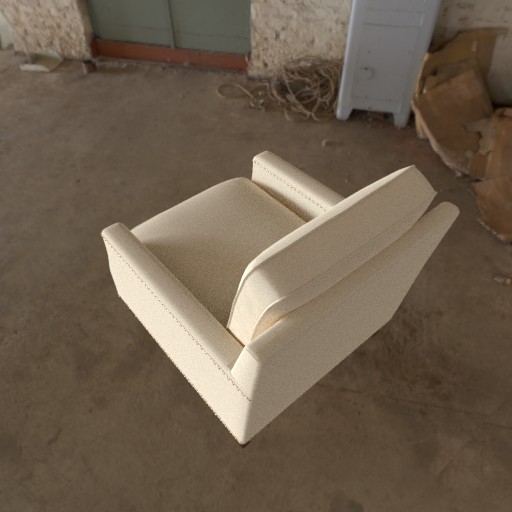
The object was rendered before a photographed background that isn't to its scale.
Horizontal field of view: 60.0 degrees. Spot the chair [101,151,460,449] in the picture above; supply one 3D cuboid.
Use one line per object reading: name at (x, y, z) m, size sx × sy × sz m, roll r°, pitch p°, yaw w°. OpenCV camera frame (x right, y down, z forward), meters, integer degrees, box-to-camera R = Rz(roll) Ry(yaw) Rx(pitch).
chair at (0.000, 0.000, 1.712) m, size 0.853 × 0.943 × 1.014 m, roll -32°, pitch 54°, yaw -27°
